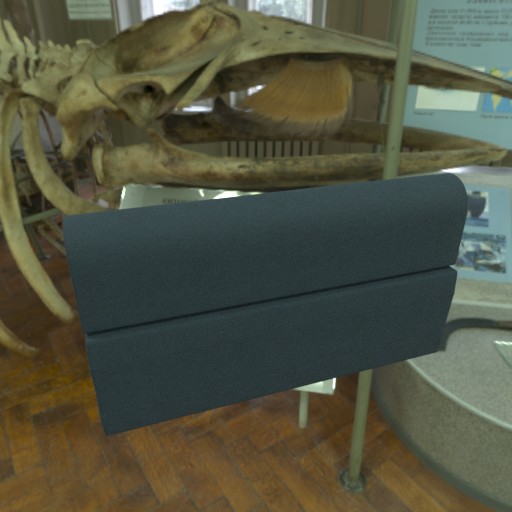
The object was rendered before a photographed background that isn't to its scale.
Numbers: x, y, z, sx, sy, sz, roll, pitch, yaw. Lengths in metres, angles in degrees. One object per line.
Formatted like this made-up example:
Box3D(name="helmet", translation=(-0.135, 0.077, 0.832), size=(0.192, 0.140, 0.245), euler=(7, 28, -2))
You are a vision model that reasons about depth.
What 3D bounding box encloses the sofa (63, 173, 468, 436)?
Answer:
Box3D(name="sofa", translation=(0.000, 0.000, 1.656), size=(1.219, 0.660, 0.762), euler=(-9, 28, -17))
